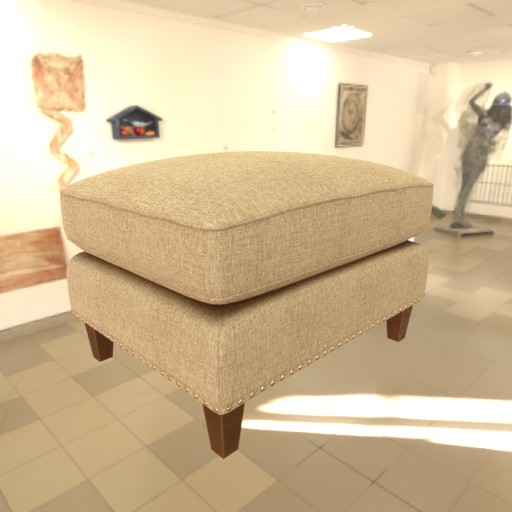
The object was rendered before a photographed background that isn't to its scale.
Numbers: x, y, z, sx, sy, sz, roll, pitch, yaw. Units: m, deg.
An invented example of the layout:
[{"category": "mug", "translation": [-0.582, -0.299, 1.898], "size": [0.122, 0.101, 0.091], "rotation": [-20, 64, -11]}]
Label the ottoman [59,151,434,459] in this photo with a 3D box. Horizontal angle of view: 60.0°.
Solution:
[{"category": "ottoman", "translation": [0.000, 0.000, 1.121], "size": [0.741, 0.513, 0.584], "rotation": [-16, 23, -42]}]
